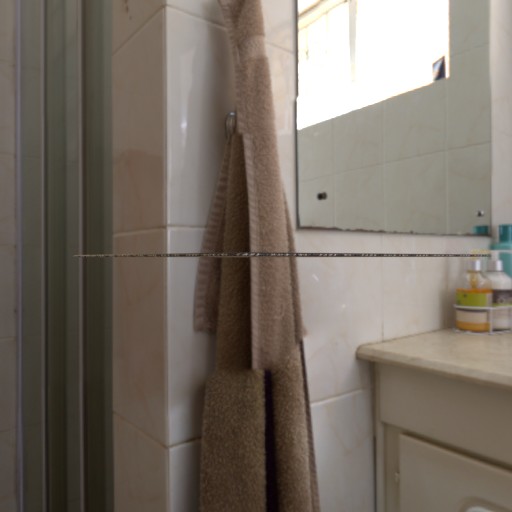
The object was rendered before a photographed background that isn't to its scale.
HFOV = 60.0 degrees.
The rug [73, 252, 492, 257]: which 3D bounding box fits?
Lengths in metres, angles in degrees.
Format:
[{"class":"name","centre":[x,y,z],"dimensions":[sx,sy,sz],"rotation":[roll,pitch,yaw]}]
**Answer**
[{"class":"rug","centre":[0.000,0.000,3.822],"dimensions":[2.305,0.017,2.902],"rotation":[0,0,-36]}]
